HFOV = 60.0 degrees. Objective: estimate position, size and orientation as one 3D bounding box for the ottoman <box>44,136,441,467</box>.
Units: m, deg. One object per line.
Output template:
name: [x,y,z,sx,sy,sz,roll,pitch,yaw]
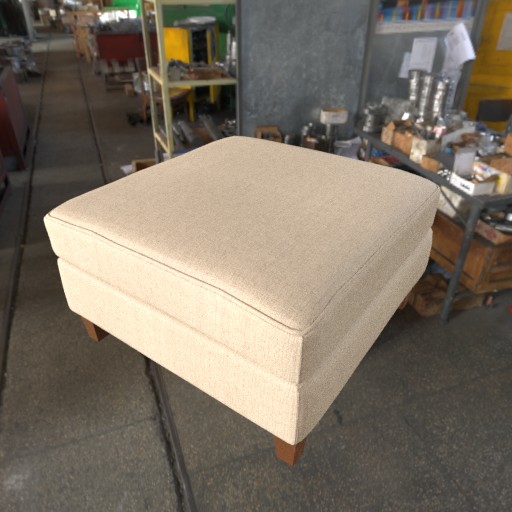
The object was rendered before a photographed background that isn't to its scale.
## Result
ottoman: [0.000,0.000,1.354,0.838,0.503,0.838,21,38,30]
